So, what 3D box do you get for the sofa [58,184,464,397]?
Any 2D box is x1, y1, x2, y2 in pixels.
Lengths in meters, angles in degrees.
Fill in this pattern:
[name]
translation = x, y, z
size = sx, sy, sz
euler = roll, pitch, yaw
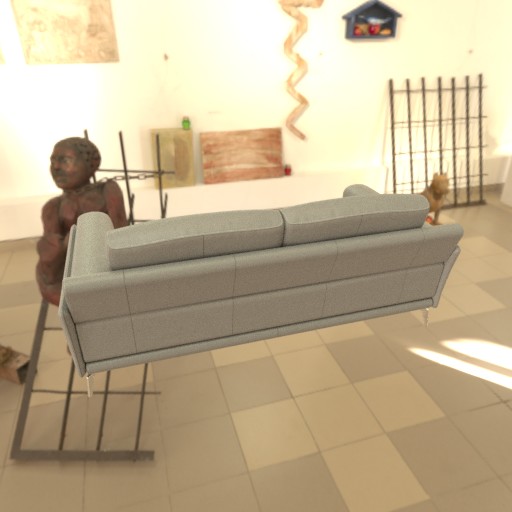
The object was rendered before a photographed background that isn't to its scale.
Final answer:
[sofa]
translation = 0.000, 0.000, 2.650
size = 2.101, 0.930, 1.049
euler = -8, 29, -15
